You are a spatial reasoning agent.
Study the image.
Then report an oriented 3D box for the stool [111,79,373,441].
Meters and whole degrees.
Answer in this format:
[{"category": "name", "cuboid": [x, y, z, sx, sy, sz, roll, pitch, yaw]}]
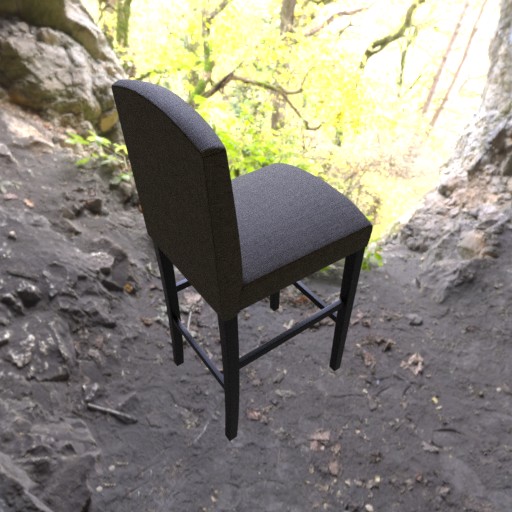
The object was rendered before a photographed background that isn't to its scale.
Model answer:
[{"category": "stool", "cuboid": [0.000, 0.000, 1.394, 0.552, 1.138, 0.451, -25, 47, -26]}]
